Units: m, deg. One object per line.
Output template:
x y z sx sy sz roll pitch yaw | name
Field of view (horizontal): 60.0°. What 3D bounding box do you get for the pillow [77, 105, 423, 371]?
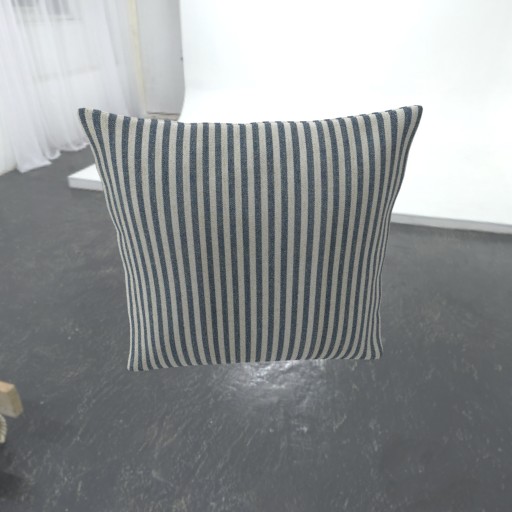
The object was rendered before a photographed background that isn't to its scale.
0.000 0.000 0.783 0.523 0.510 0.166 -2 28 -3 | pillow
